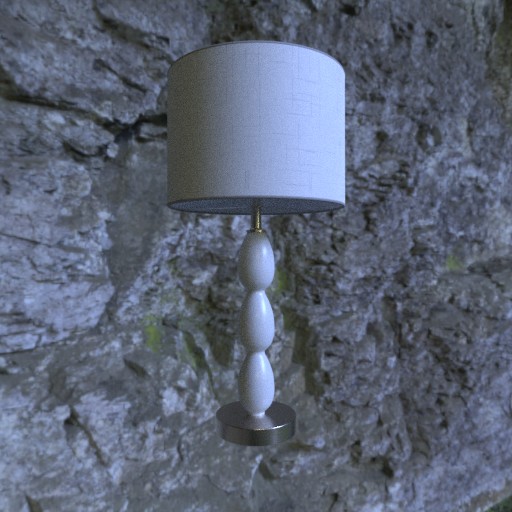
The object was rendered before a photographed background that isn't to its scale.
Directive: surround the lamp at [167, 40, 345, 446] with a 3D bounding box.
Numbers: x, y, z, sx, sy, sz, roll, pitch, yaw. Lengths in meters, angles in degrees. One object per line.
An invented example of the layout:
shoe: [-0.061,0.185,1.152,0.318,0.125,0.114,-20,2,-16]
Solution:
lamp: [0.000,0.000,0.713,0.280,0.559,0.282,-1,1,-35]
